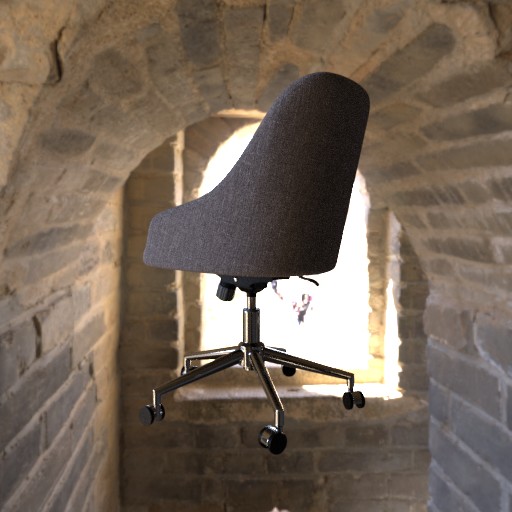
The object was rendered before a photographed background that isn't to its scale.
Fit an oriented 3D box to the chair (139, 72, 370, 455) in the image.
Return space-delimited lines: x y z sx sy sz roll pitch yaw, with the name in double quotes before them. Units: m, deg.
"chair" 0.000 0.000 1.424 0.712 0.950 0.671 2 3 36
